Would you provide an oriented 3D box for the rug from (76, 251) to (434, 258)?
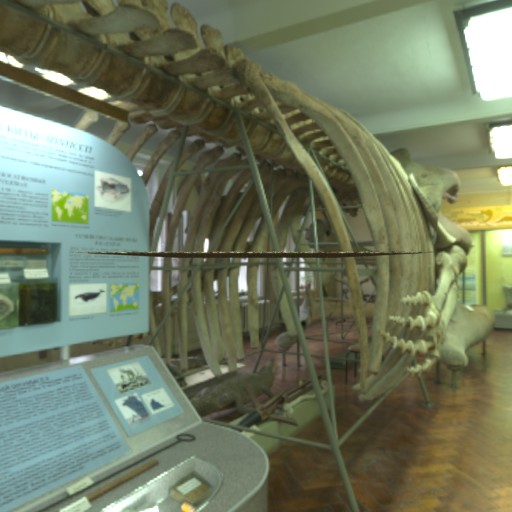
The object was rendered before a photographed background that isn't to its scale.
[{"bbox_3d":[0.000,0.000,3.023,1.524,0.008,2.438,0,-1,0],"label":"rug"}]
